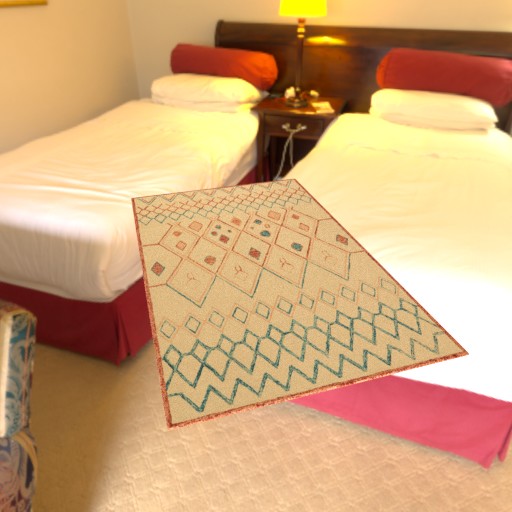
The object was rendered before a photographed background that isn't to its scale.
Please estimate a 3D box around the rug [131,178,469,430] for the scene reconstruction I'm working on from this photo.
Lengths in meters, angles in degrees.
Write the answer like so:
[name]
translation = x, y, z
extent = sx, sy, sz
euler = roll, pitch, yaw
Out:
[rug]
translation = 0.000, 0.000, 3.047
extent = 1.524, 0.015, 2.438
euler = -9, 33, -14
